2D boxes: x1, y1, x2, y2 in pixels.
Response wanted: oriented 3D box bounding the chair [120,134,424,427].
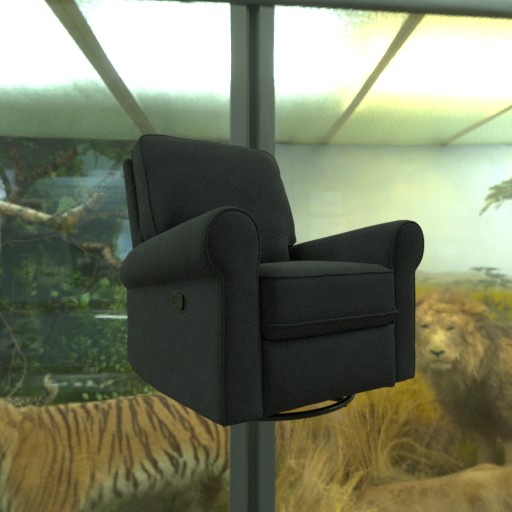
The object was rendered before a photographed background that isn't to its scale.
[{"bbox_3d":[0.000,0.000,1.641,0.890,0.961,0.878,0,0,-35],"label":"chair"}]
